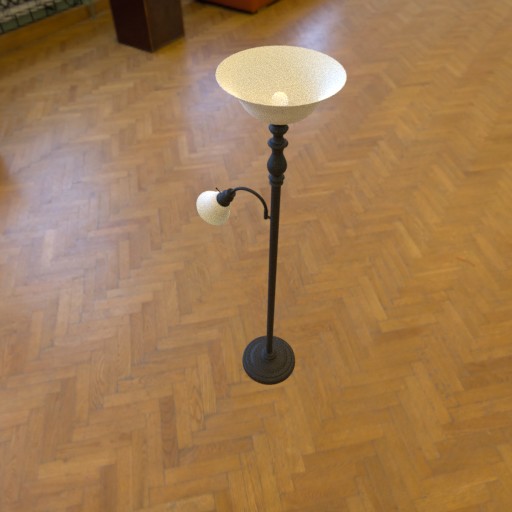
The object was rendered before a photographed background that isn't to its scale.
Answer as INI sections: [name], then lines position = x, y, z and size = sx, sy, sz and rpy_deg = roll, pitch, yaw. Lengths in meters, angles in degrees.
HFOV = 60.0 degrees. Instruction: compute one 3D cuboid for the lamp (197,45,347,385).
[lamp]
position = 0.000, 0.000, 2.071
size = 0.588, 1.793, 0.405
rpy_deg = 25, 52, 21
